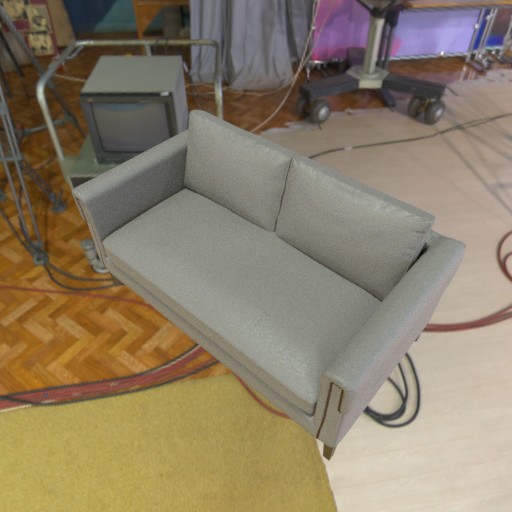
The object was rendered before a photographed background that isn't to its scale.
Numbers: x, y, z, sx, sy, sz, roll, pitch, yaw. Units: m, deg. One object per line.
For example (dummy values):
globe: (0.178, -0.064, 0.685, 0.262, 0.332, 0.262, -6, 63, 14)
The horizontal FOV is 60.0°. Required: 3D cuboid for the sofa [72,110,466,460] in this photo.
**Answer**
sofa: (0.000, 0.000, 2.150, 1.598, 0.873, 0.899, 32, 53, 28)
